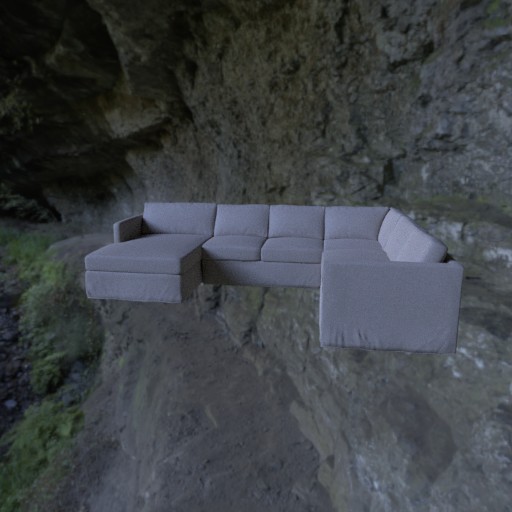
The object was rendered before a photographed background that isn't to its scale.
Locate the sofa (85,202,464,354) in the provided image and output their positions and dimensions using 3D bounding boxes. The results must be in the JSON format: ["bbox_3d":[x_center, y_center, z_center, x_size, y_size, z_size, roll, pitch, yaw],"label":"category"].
[{"bbox_3d":[0.000,0.000,4.697,3.528,0.878,2.476,2,13,9],"label":"sofa"}]
